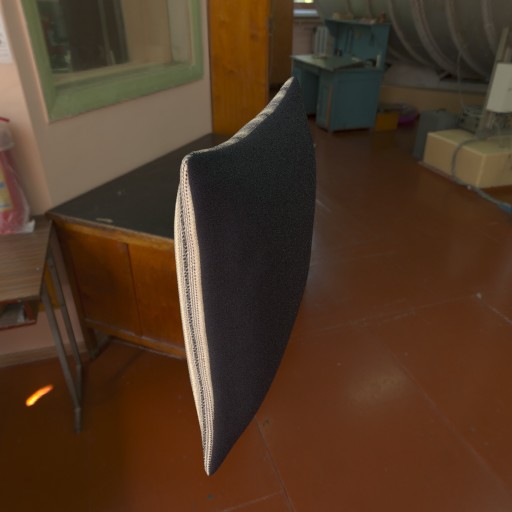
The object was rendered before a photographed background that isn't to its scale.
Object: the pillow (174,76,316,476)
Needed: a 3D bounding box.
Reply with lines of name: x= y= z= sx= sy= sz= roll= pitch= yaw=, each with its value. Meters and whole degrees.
pillow: x=0.000 y=0.000 z=0.763 sx=0.166 sy=0.508 sz=0.520 roll=8 pitch=31 yaw=13
